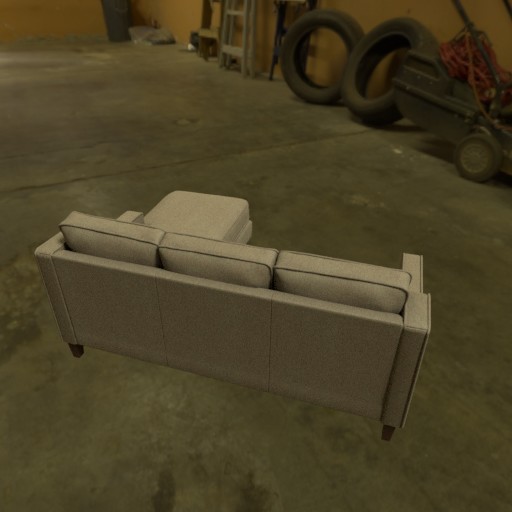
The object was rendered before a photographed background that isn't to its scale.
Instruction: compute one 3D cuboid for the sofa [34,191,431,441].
[{"bbox_3d":[0.000,0.000,3.313,2.317,1.081,1.858,10,33,15],"label":"sofa"}]
